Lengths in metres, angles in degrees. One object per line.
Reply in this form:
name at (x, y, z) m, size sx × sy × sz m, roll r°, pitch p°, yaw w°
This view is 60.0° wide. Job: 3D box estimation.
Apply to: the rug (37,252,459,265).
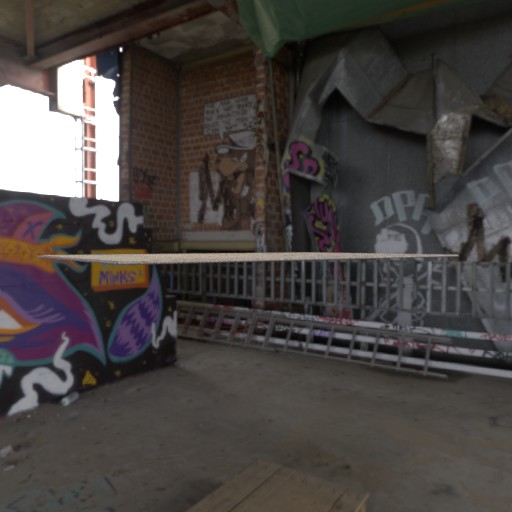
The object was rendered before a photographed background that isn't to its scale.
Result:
rug at (0.000, 0.000, 3.012) m, size 2.438 × 0.015 × 1.524 m, roll -1°, pitch 1°, yaw -37°
